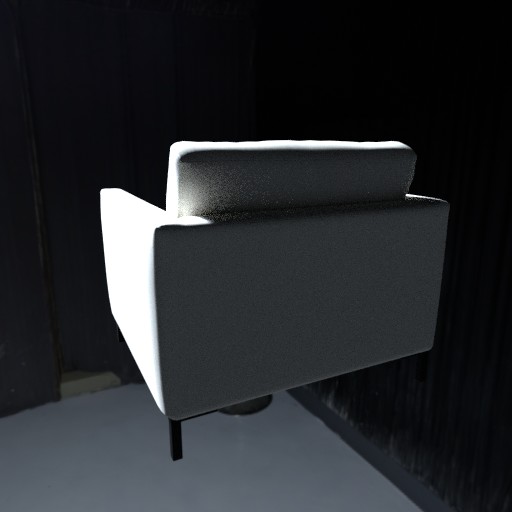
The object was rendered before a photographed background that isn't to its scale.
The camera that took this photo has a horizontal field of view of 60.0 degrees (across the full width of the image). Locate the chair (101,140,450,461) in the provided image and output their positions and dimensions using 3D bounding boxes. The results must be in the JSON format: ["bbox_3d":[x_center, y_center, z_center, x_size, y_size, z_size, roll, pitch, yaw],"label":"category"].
[{"bbox_3d":[0.000,0.000,1.604,0.964,0.806,0.875,-7,16,-26],"label":"chair"}]
